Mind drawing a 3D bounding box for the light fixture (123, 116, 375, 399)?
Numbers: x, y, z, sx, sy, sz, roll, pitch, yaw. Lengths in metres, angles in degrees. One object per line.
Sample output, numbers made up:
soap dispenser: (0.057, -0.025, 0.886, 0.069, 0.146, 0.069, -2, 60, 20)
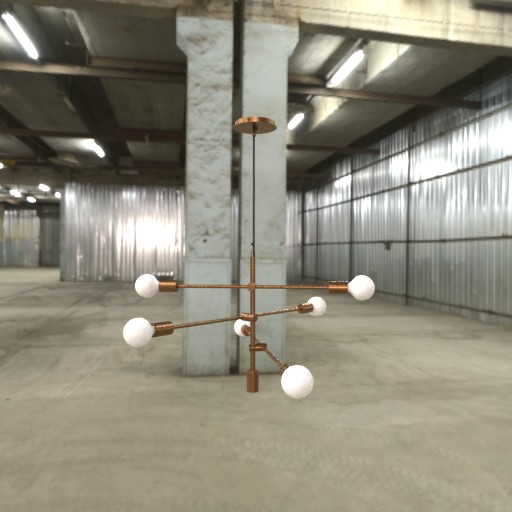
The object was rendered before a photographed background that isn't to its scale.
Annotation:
light fixture: (0.000, 0.000, 1.231, 0.637, 0.744, 0.682, 0, 0, 18)
